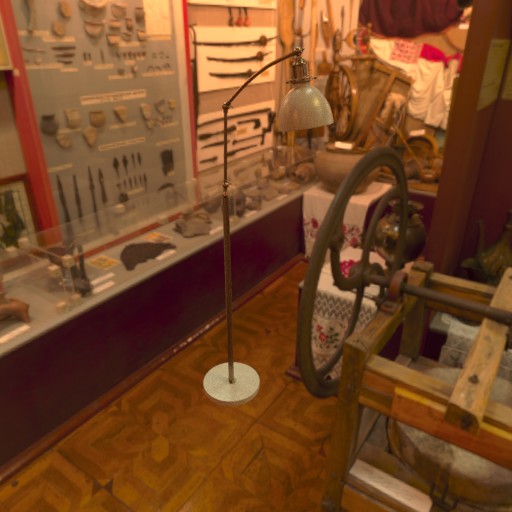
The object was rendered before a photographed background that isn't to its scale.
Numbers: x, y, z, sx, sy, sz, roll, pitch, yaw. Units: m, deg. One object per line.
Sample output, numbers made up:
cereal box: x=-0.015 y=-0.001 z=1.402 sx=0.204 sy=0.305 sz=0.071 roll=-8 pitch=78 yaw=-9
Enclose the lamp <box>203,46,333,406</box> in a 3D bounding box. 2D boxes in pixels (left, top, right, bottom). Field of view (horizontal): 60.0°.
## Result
lamp: x=0.000 y=0.000 z=1.850 sx=0.599 sy=1.586 sz=0.288 roll=18 pitch=32 yaw=32
